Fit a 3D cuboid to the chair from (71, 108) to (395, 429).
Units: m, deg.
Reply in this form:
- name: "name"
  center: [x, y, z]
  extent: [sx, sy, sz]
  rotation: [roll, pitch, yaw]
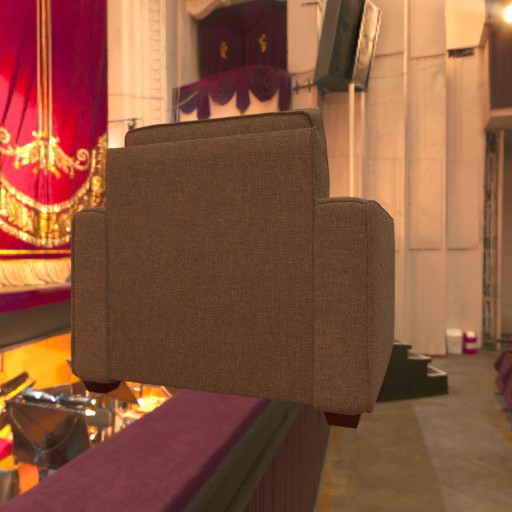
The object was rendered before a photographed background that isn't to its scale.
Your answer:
- name: "chair"
  center: [0.000, 0.000, 1.738]
  extent: [1.016, 0.914, 0.940]
  rotation: [0, 1, 20]
